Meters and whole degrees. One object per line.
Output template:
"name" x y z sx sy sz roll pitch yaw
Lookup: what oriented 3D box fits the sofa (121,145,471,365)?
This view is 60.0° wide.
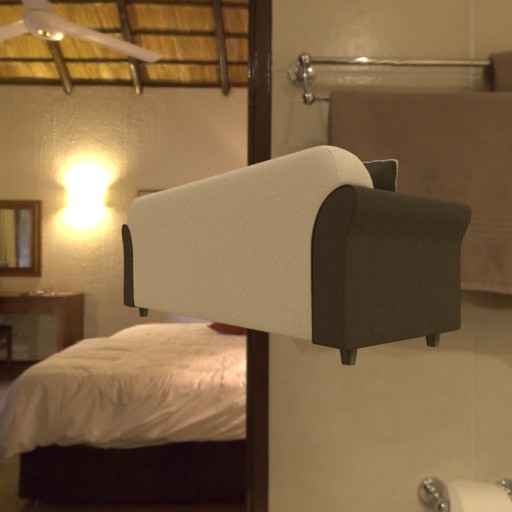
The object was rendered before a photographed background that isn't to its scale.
"sofa" 0.000 0.000 2.425 0.755 0.787 2.001 1 -1 -38
